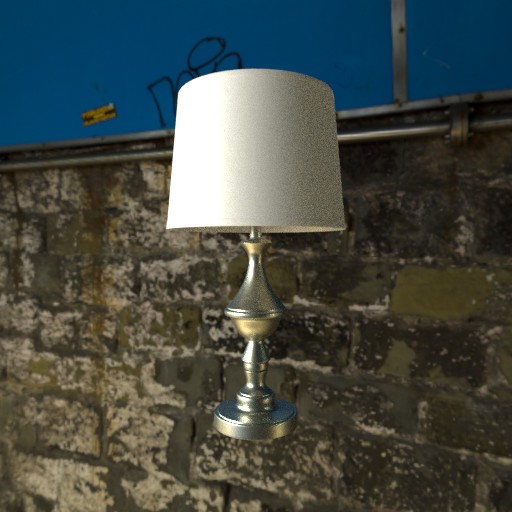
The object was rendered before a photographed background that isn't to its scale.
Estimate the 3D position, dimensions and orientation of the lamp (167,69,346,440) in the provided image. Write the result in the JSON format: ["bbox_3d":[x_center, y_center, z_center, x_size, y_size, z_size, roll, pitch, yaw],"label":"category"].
[{"bbox_3d":[0.000,0.000,0.969,0.383,0.733,0.383,0,1,0],"label":"lamp"}]
